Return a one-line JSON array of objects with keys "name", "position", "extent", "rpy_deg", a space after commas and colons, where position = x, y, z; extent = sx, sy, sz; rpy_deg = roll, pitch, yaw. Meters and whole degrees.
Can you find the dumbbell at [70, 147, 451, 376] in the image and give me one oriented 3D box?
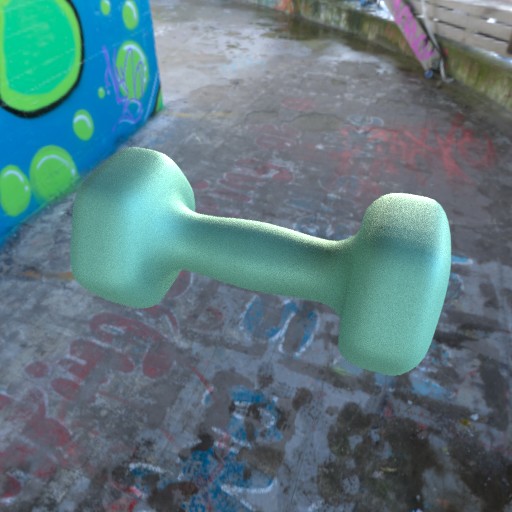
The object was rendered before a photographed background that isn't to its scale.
[{"name": "dumbbell", "position": [0.000, 0.000, 0.329], "extent": [0.260, 0.117, 0.129], "rpy_deg": [13, 44, 14]}]
